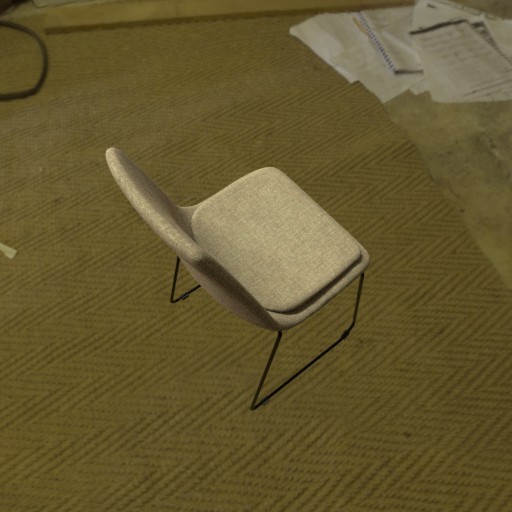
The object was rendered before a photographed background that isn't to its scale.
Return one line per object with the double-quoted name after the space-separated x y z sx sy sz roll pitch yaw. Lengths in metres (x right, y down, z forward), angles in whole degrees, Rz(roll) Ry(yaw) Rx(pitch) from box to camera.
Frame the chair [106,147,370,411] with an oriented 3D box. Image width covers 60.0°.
0.000 0.000 1.175 0.518 0.858 0.479 -33 64 -19 "chair"
